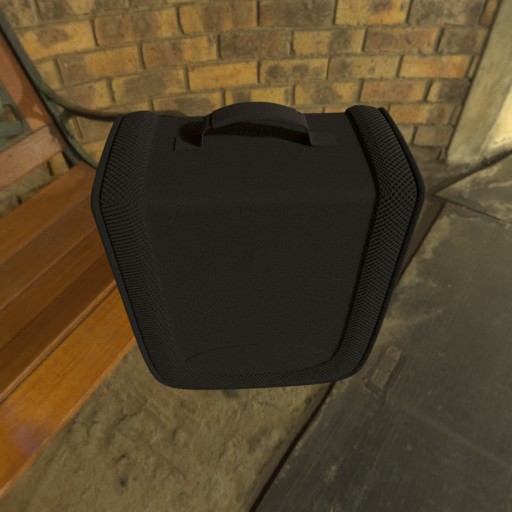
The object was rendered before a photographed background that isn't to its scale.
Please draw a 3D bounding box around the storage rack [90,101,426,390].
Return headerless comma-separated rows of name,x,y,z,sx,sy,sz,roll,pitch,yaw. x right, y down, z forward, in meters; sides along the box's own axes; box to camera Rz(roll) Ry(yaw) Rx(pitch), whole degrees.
storage rack,0.000,0.000,0.550,0.297,0.387,0.168,-2,45,-2
